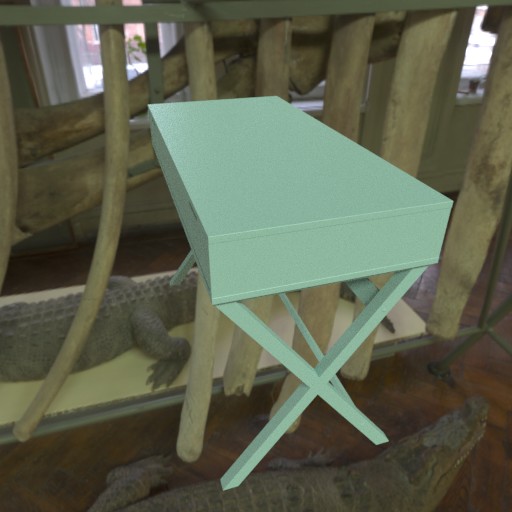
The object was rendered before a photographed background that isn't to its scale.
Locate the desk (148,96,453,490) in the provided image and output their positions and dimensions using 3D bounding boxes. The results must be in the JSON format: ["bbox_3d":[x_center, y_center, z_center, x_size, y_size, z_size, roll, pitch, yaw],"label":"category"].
[{"bbox_3d":[0.000,0.000,1.463,0.509,0.780,1.059,-9,32,-15],"label":"desk"}]
